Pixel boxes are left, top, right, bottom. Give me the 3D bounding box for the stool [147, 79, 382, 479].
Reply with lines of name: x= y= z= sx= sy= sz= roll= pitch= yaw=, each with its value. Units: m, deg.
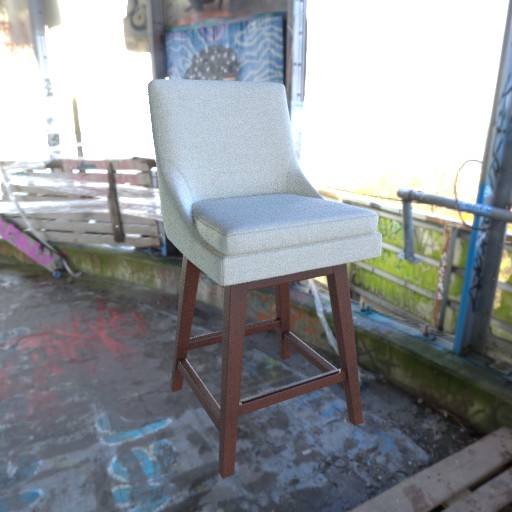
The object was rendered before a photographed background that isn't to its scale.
stool: x=0.000 y=0.000 z=1.306 sx=0.469 sy=0.991 sz=0.559 roll=-9 pitch=20 yaw=-26
